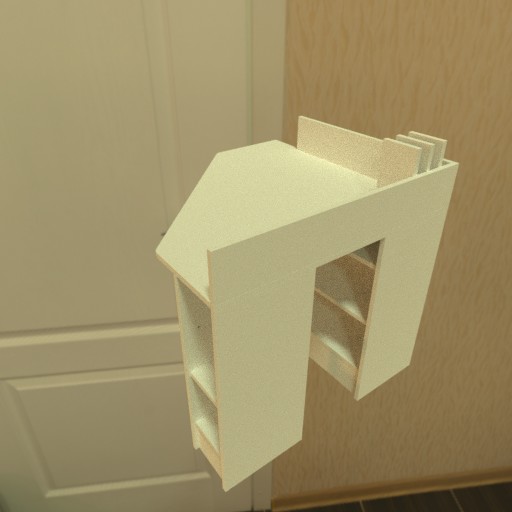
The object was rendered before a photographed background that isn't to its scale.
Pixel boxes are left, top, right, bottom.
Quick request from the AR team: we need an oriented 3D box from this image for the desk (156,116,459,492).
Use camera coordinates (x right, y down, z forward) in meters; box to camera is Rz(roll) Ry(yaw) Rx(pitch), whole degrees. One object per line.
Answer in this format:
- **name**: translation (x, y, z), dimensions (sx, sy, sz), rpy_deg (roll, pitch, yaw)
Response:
- **desk**: translation (0.000, 0.000, 1.730), dimensions (0.940, 0.986, 0.940), rpy_deg (-21, 37, -31)
